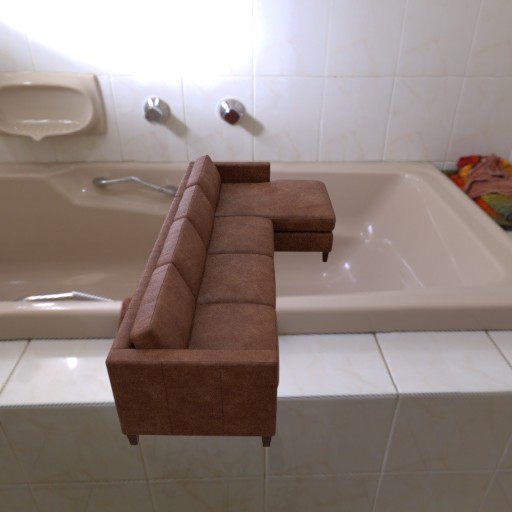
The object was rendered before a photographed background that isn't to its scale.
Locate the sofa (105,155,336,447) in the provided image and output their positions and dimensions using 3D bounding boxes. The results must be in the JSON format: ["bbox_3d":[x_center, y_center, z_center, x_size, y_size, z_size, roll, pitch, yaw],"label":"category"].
[{"bbox_3d":[0.000,0.000,3.876,1.581,0.883,3.203,0,31,1],"label":"sofa"}]
